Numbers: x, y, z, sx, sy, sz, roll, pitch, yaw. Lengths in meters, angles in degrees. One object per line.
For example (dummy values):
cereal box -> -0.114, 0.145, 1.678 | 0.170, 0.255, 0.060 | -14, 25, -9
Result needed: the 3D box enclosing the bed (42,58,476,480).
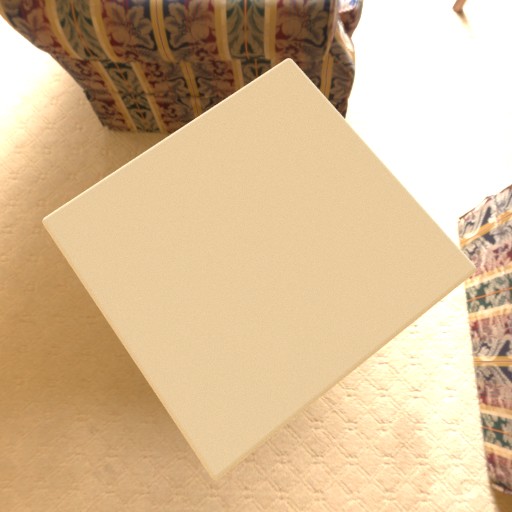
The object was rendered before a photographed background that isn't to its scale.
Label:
bed -> 0.000, 0.000, 3.091 | 2.049, 0.616, 1.930 | -36, 79, -8
